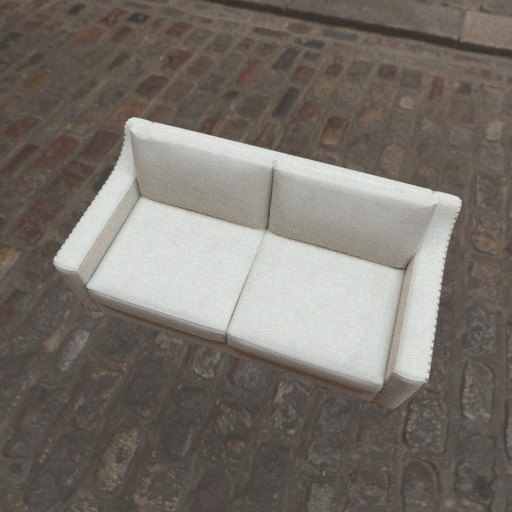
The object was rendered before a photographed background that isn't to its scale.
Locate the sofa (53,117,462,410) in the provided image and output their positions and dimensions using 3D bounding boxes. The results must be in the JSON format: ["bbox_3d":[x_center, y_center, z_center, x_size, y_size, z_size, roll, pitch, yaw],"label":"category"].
[{"bbox_3d":[0.000,0.000,2.700,2.107,0.983,1.104,16,59,10],"label":"sofa"}]
